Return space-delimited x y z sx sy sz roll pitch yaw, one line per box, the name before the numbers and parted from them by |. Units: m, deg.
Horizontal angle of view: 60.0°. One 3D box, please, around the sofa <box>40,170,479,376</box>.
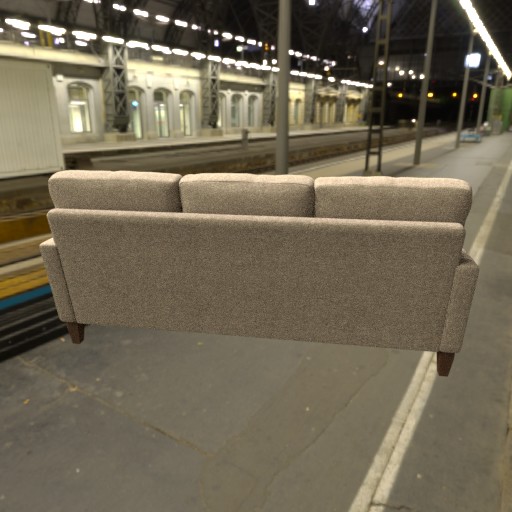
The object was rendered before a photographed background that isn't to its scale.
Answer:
sofa | 0.000 0.000 2.504 2.115 0.984 0.888 3 18 9
